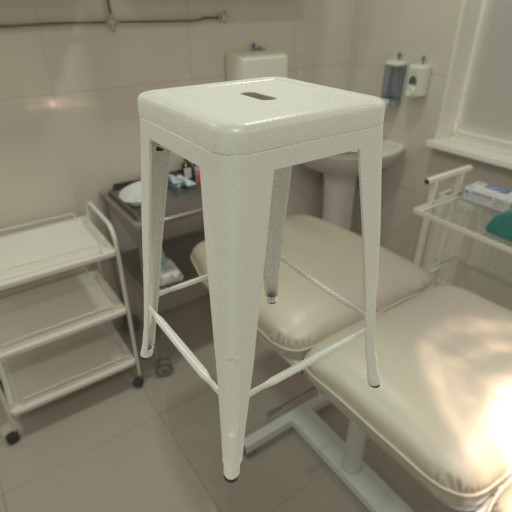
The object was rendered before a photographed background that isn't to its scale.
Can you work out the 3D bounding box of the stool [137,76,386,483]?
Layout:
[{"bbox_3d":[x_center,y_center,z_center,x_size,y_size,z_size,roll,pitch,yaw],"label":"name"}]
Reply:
[{"bbox_3d":[0.000,0.000,0.874,0.406,0.610,0.406,-20,36,-30],"label":"stool"}]
